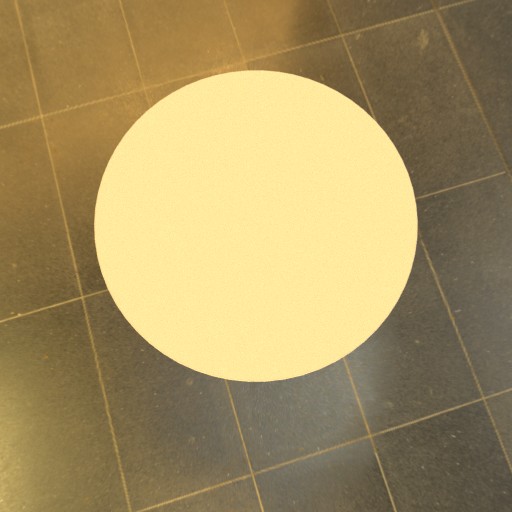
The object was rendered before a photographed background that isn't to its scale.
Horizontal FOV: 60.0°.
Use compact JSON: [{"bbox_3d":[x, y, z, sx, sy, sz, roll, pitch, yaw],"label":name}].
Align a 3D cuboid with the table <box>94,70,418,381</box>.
[{"bbox_3d":[0.000,0.000,0.835,0.418,0.532,0.418,-36,81,-7],"label":"table"}]
